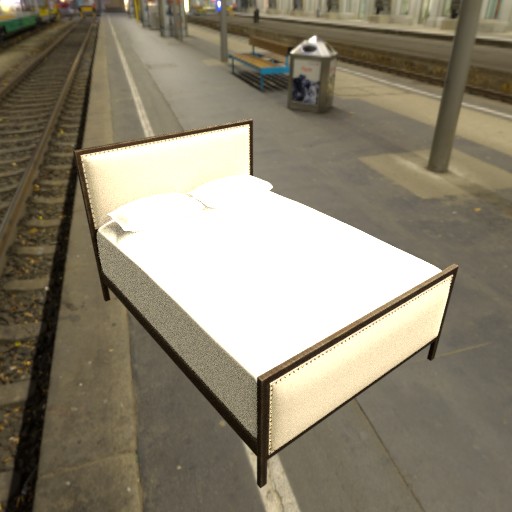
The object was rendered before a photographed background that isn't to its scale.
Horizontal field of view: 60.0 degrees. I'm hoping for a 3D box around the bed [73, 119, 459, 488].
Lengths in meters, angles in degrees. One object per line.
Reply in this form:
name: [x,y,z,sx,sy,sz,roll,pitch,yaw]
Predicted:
bed: [0.000,0.000,3.182,1.607,1.313,2.221,-21,36,-32]
